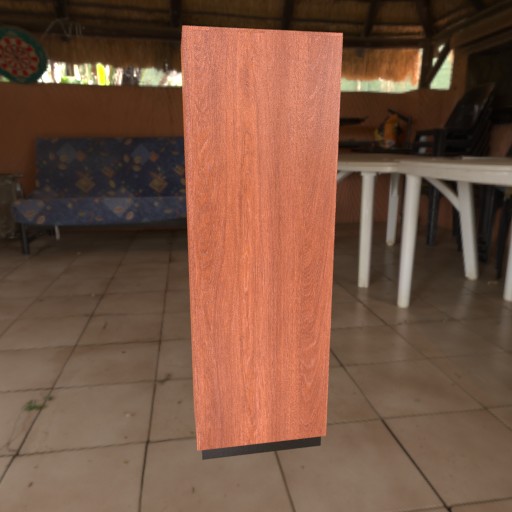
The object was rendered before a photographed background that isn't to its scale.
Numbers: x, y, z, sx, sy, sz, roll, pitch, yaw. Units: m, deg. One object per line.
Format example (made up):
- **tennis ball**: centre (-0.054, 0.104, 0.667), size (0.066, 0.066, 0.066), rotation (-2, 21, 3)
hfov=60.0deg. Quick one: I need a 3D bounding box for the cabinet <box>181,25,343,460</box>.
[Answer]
- **cabinet**: centre (0.000, 0.000, 2.222), size (0.660, 1.980, 0.420), rotation (-2, 14, -10)
